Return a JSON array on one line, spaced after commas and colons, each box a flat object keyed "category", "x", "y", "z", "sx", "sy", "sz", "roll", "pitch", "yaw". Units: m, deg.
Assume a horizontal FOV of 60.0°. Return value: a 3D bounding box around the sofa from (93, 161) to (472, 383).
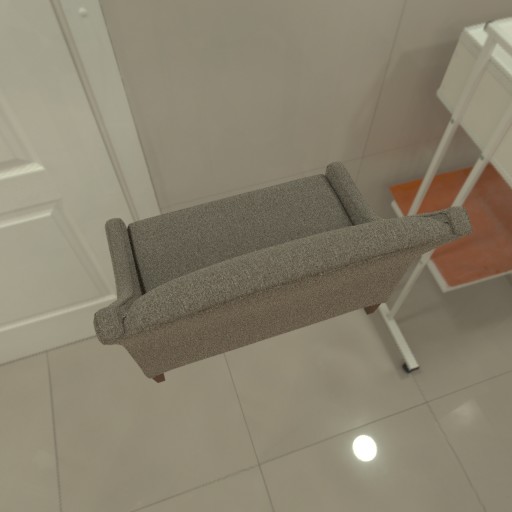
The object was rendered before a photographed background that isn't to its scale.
[{"category": "sofa", "x": 0.000, "y": 0.000, "z": 1.952, "sx": 1.242, "sy": 1.026, "sz": 0.862, "roll": -16, "pitch": 58, "yaw": -10}]
